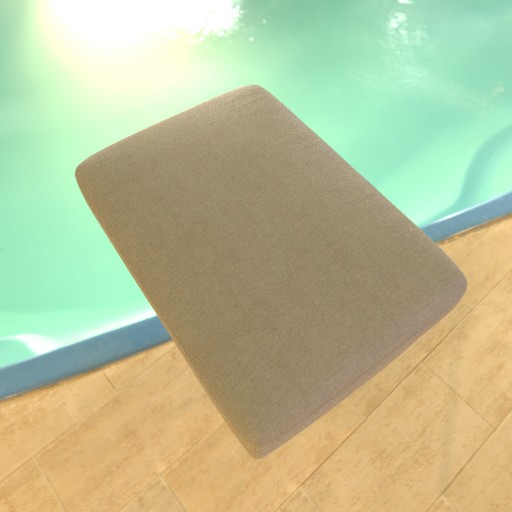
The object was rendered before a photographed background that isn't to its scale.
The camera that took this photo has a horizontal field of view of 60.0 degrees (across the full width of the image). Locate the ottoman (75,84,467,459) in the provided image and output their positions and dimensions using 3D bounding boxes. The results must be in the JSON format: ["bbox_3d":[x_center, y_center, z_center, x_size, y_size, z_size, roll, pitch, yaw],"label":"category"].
[{"bbox_3d":[0.000,0.000,1.025,0.528,0.404,0.735,-31,64,-17],"label":"ottoman"}]
